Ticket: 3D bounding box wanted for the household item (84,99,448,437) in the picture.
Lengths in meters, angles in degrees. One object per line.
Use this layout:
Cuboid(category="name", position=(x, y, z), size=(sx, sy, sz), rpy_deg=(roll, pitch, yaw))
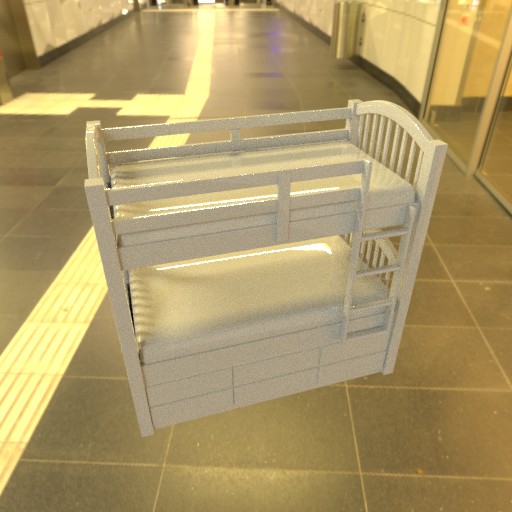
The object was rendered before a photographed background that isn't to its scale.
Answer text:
Cuboid(category="household item", position=(0.000, 0.000, 3.277), size=(2.032, 2.032, 1.143), rpy_deg=(-10, 34, -14))
